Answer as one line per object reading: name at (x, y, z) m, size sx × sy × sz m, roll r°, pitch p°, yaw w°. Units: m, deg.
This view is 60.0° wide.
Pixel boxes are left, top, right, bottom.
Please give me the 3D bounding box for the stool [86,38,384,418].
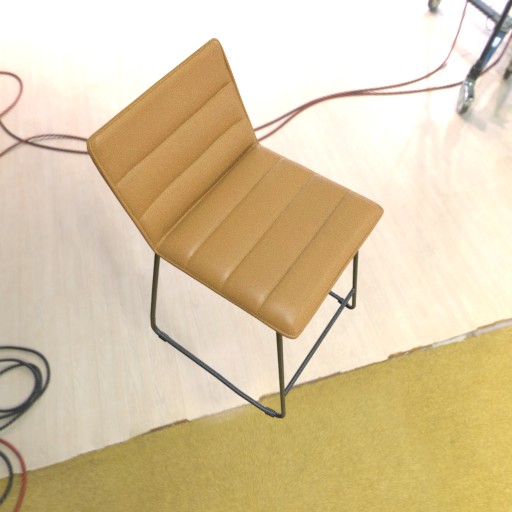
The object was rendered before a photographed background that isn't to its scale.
stool at (0.000, 0.000, 1.164) m, size 0.524 × 0.866 × 0.489 m, roll 31°, pitch 64°, yaw 17°
